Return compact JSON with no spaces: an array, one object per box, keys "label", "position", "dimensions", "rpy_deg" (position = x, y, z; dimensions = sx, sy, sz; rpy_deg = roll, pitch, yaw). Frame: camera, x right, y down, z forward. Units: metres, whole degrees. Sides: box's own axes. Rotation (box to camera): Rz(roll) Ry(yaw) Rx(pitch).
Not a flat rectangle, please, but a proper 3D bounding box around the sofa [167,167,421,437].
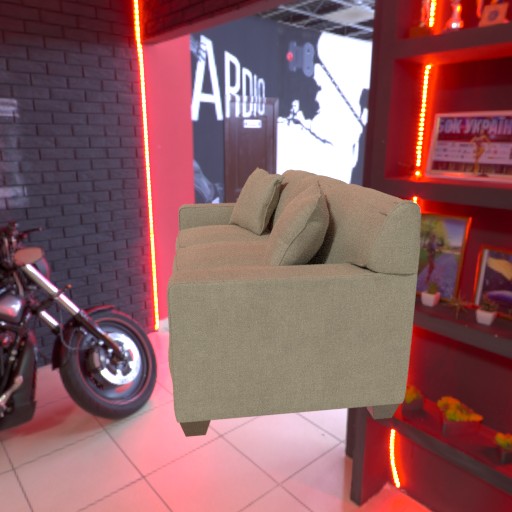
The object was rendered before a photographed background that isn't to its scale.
[{"label":"sofa","position":[0.000,0.000,2.622],"dimensions":[0.997,0.958,2.024],"rpy_deg":[-2,15,-8]}]
